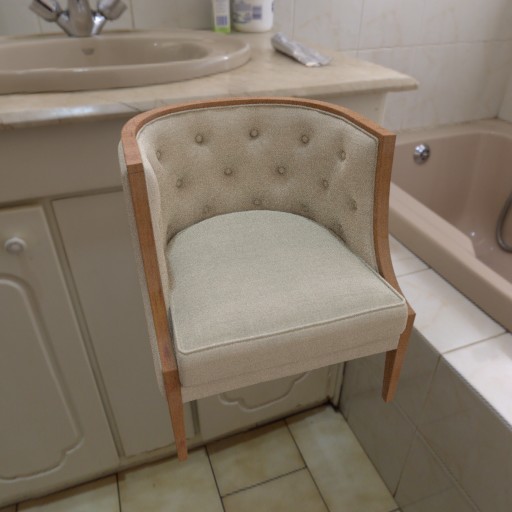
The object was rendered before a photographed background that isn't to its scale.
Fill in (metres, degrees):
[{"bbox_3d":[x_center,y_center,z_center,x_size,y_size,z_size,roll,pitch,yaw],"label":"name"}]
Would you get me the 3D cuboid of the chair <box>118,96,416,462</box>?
[{"bbox_3d":[0.000,0.000,1.373,0.711,0.775,0.757,-10,35,-15],"label":"chair"}]
